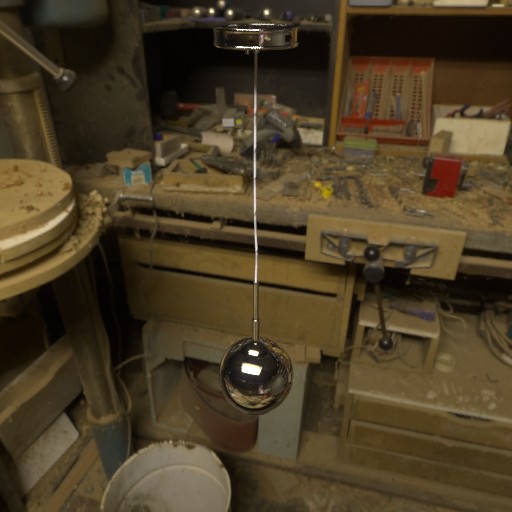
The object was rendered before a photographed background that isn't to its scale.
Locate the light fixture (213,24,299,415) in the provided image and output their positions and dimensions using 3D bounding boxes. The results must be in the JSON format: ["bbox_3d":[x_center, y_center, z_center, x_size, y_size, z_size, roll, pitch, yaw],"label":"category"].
[{"bbox_3d":[0.000,0.000,1.672,0.336,1.538,0.336,8,32,14],"label":"light fixture"}]
